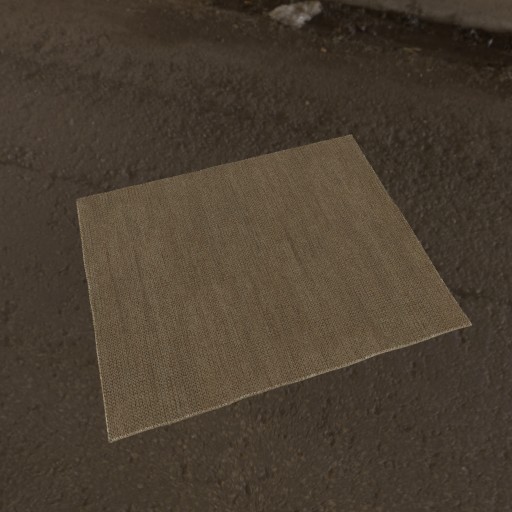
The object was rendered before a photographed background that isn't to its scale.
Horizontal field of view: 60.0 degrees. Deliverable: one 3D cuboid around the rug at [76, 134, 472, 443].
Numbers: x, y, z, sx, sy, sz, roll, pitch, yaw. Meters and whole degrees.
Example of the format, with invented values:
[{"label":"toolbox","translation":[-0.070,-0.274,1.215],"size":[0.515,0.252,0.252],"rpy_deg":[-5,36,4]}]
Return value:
[{"label":"rug","translation":[0.000,0.000,4.103],"size":[3.052,0.030,2.429],"rpy_deg":[-15,59,-10]}]
